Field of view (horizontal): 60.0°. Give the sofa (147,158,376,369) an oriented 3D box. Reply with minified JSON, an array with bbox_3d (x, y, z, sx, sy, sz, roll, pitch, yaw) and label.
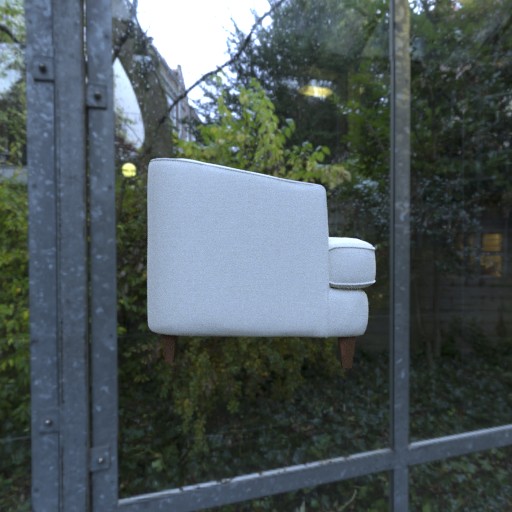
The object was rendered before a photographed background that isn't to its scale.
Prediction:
[{"bbox_3d":[0.000,0.000,2.781,0.941,0.855,2.278,0,0,0],"label":"sofa"}]
